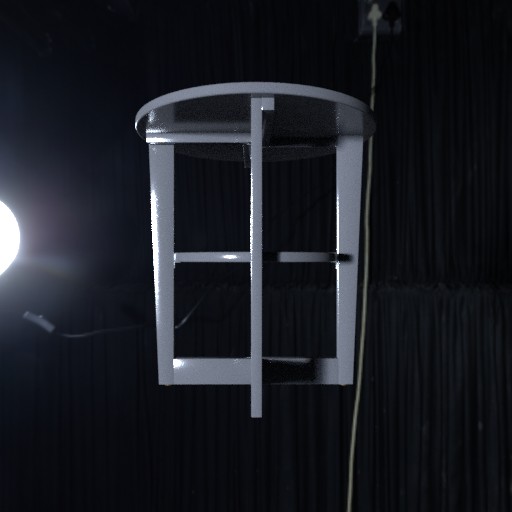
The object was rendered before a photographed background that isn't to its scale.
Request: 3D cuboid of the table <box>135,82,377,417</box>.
[{"bbox_3d":[0.000,0.000,0.951,0.500,0.550,0.500,0,0,0],"label":"table"}]
